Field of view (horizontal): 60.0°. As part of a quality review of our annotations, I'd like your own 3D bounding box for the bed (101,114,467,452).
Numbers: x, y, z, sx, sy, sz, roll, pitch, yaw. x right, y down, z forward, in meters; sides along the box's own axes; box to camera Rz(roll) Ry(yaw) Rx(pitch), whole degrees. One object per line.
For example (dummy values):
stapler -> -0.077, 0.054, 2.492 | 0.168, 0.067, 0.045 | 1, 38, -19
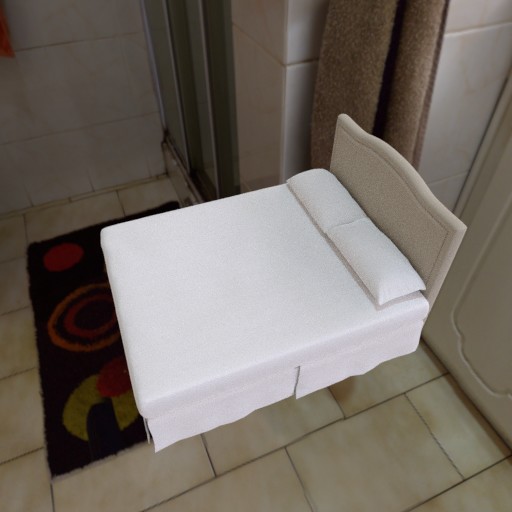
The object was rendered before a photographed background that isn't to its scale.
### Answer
bed -> 0.000, 0.000, 3.723 | 2.477, 1.437, 1.977 | -16, 48, -15
